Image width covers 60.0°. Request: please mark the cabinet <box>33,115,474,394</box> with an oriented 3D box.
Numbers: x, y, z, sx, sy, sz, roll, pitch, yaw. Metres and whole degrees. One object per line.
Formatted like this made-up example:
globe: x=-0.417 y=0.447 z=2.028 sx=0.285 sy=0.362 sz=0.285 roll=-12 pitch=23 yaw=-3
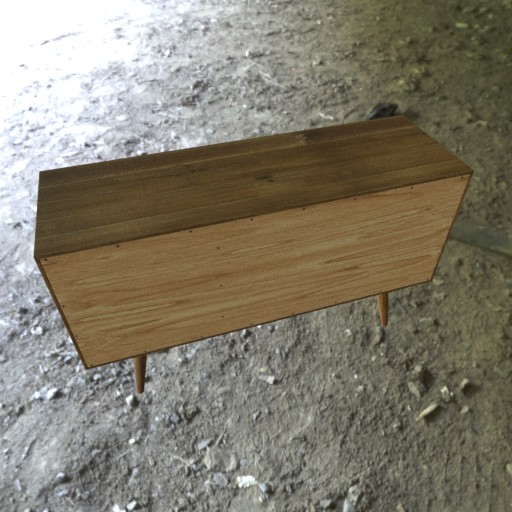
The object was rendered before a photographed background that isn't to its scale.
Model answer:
cabinet: x=0.000 y=0.000 z=1.774 sx=1.400 sy=0.800 sz=0.472 roll=-12 pitch=44 yaw=-13
